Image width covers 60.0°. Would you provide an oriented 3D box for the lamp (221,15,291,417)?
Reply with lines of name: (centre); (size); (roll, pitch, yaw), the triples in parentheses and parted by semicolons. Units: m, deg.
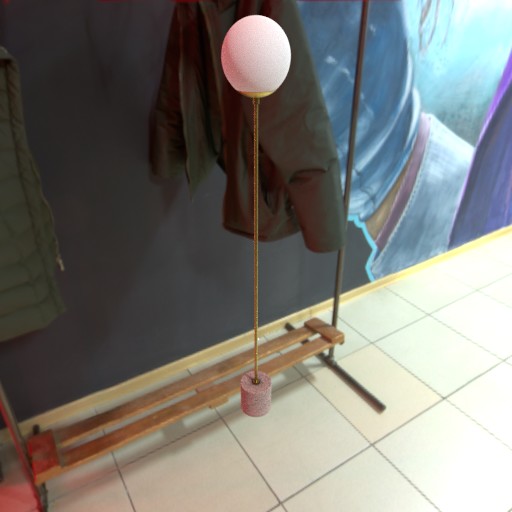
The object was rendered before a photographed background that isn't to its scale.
lamp: (0.000, 0.000, 1.831); (0.229, 1.748, 0.229); (0, 29, 0)
